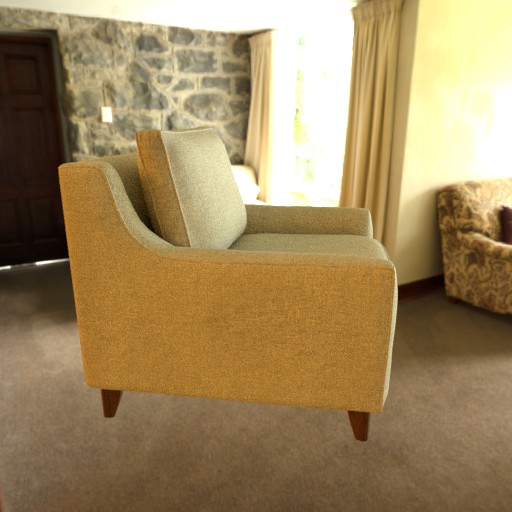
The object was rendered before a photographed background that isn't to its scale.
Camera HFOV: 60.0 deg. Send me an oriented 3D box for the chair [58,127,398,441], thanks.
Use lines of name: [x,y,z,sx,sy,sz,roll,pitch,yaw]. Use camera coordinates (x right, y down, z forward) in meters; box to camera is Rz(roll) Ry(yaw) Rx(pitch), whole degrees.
chair: [0.000,0.000,1.554,0.918,0.864,0.838,3,17,9]
